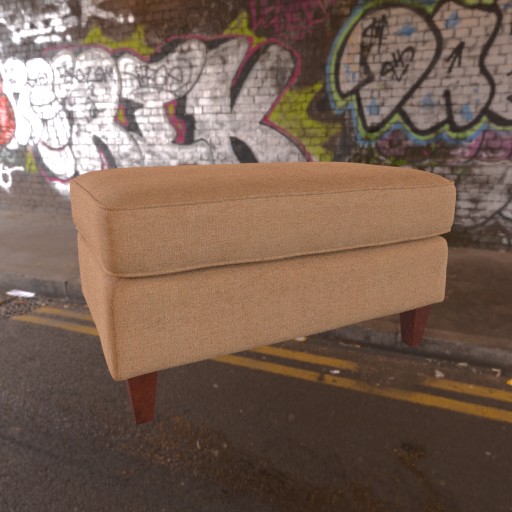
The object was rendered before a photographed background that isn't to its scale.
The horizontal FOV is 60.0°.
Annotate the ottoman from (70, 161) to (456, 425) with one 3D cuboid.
[{"bbox_3d":[0.000,0.000,1.193,0.862,0.484,0.583,-8,17,-26],"label":"ottoman"}]
